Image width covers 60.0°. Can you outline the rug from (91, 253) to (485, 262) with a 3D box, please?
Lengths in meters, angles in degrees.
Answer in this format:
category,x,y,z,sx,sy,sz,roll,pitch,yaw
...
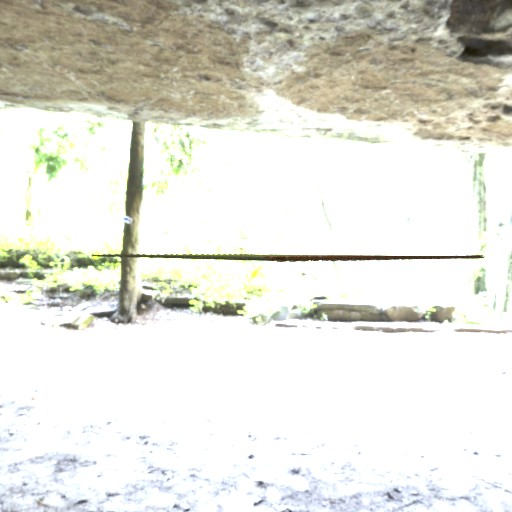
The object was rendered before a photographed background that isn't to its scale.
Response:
category,x,y,z,sx,sy,sz,roll,pitch,yaw
rug,0.000,0.000,2.341,1.220,0.019,1.838,0,1,-36
